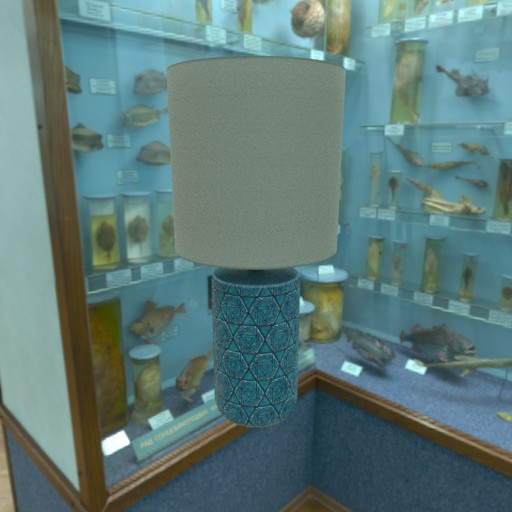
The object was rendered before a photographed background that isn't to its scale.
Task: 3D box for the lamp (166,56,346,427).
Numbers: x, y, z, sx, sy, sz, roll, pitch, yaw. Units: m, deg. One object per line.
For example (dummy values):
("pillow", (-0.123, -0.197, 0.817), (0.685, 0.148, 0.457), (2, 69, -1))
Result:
("lamp", (0.000, 0.000, 0.773), (0.278, 0.597, 0.278), (-13, 20, -42))
